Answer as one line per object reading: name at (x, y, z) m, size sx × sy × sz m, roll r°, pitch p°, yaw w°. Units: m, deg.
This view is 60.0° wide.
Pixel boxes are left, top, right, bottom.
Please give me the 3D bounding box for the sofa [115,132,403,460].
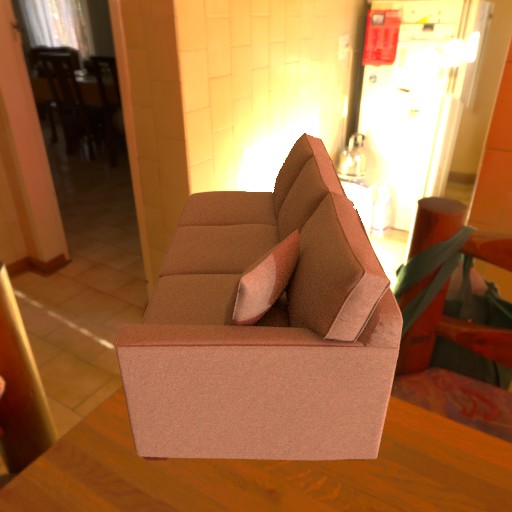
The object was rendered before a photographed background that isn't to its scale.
sofa at (0.000, 0.000, 2.473) m, size 1.034 × 0.946 × 1.963 m, roll 0°, pitch 29°, yaw 0°
